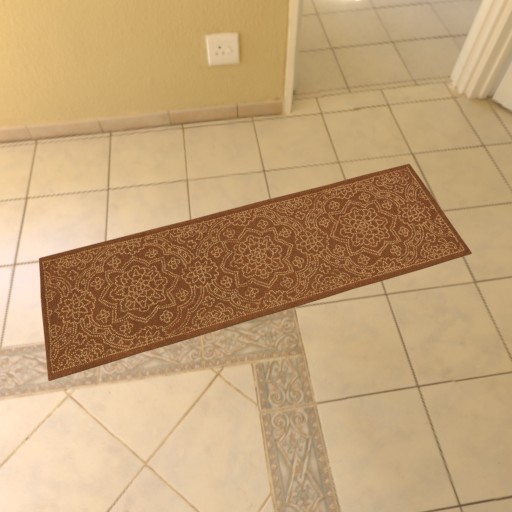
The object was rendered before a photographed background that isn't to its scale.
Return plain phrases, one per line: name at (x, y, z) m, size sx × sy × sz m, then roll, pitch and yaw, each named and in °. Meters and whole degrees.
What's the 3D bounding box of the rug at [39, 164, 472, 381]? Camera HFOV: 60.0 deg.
rug at (0.000, 0.000, 2.614) m, size 2.448 × 0.012 × 0.769 m, roll -15°, pitch 59°, yaw -10°
